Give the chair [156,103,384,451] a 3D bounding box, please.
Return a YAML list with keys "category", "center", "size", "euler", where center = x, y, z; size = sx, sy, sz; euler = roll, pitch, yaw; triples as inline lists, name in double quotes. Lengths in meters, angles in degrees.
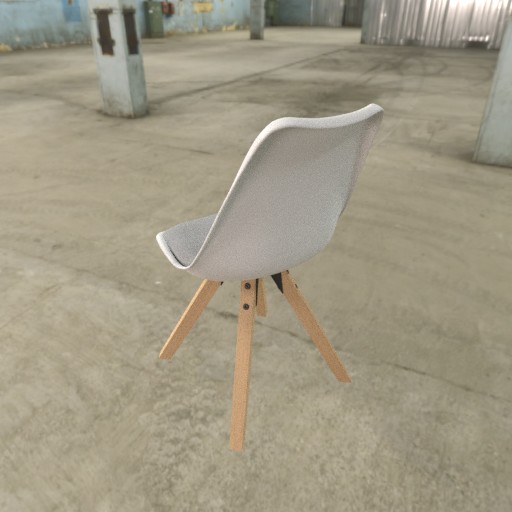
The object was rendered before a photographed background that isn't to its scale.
- category: "chair"
  center: [0.000, 0.000, 1.219]
  size: [0.485, 0.850, 0.550]
  euler: [-19, 34, -31]
